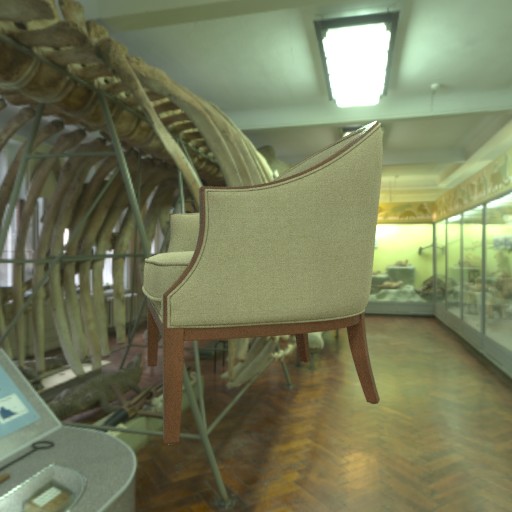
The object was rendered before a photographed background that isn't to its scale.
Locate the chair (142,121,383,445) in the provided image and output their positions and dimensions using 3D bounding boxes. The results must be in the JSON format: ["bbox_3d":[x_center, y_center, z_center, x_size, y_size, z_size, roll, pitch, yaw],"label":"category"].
[{"bbox_3d":[0.000,0.000,1.485,0.735,0.876,0.803,0,0,-17],"label":"chair"}]
